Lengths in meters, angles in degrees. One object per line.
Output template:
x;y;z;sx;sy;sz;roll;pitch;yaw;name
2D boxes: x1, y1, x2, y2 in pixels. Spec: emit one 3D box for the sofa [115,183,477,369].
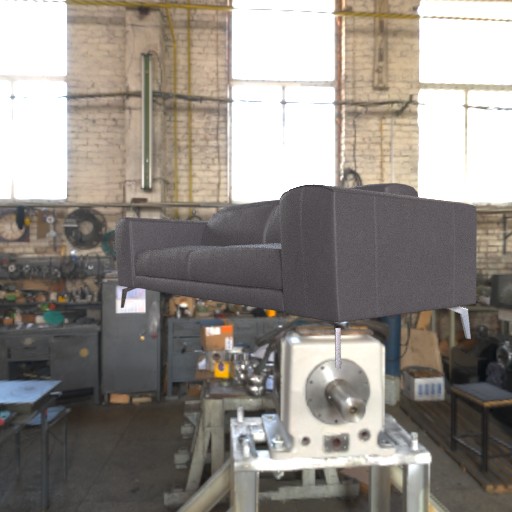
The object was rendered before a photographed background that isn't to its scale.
0.000;0.000;2.811;1.048;0.814;2.330;0;0;-37;sofa
